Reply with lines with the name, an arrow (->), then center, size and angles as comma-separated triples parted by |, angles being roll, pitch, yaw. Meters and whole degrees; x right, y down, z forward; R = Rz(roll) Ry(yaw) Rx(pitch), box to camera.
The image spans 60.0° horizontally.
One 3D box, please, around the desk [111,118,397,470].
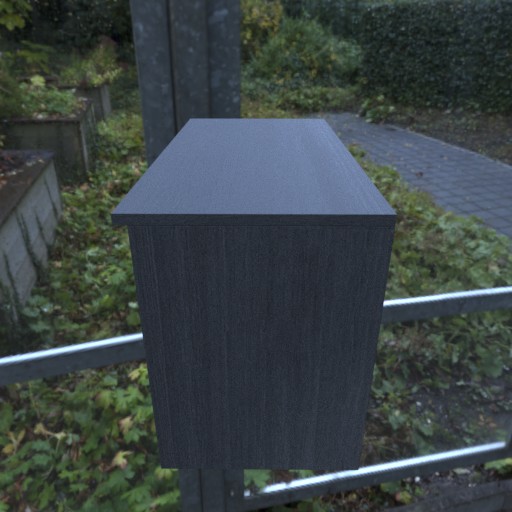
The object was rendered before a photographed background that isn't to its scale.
desk -> 0.000, 0.000, 1.516 | 0.557, 0.729, 1.099 | 0, 26, 0
